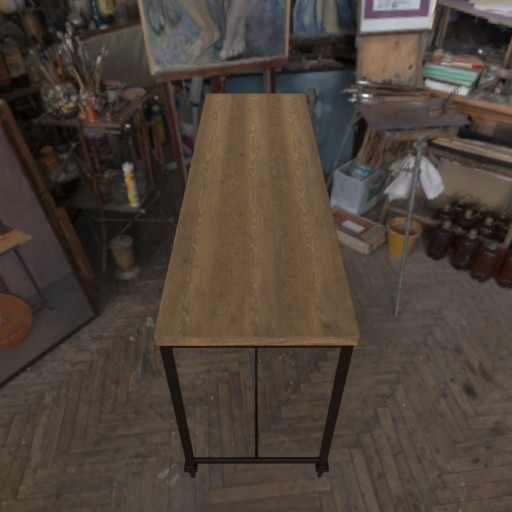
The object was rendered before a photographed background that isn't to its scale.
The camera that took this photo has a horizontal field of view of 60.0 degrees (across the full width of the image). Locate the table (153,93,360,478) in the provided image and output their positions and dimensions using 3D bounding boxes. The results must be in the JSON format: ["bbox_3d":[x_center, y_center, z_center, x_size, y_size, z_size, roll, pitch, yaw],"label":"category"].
[{"bbox_3d":[0.000,0.000,2.100,0.551,0.902,1.700,0,41,0],"label":"table"}]
